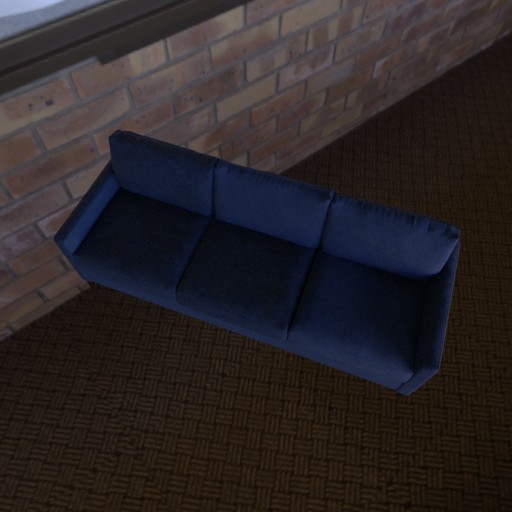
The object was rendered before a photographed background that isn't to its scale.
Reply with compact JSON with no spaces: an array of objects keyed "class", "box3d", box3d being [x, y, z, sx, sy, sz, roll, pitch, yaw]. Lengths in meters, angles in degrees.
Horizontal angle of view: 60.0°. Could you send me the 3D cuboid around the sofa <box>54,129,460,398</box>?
[{"class":"sofa","box3d":[0.000,0.000,2.720,2.252,0.879,0.875,18,61,10]}]
